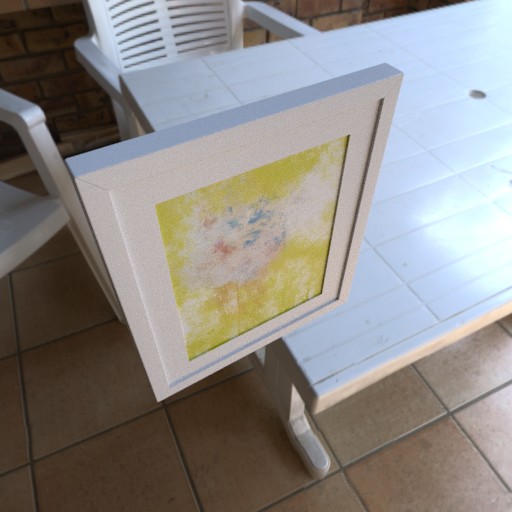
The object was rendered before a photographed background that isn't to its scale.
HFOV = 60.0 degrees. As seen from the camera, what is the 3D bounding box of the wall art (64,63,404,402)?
[{"bbox_3d":[0.000,0.000,0.532,0.331,0.381,0.028,-24,52,-21],"label":"wall art"}]
